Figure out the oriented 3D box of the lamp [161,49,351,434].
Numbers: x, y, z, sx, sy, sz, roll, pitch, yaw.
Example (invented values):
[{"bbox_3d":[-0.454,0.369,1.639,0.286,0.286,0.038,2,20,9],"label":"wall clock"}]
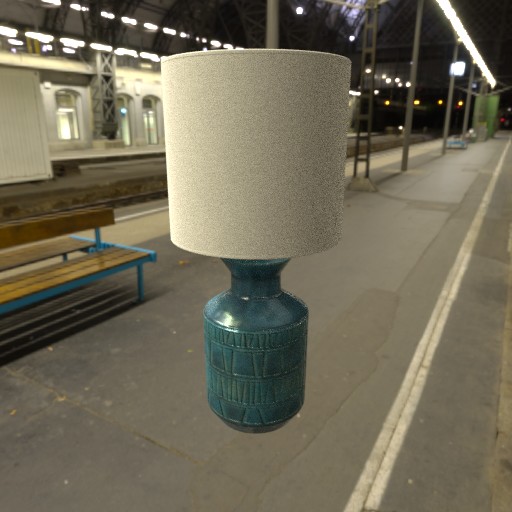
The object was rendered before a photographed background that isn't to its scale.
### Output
[{"bbox_3d":[0.000,0.000,0.567,0.211,0.455,0.211,2,17,8],"label":"lamp"}]
